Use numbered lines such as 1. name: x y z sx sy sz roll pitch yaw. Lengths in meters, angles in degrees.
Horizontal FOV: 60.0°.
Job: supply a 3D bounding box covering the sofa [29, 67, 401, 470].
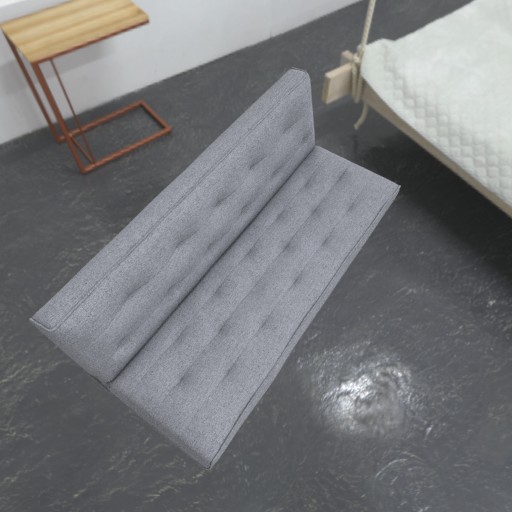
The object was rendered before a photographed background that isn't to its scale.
1. sofa: 0.000 0.000 2.238 0.810 0.830 1.820 31 63 17
